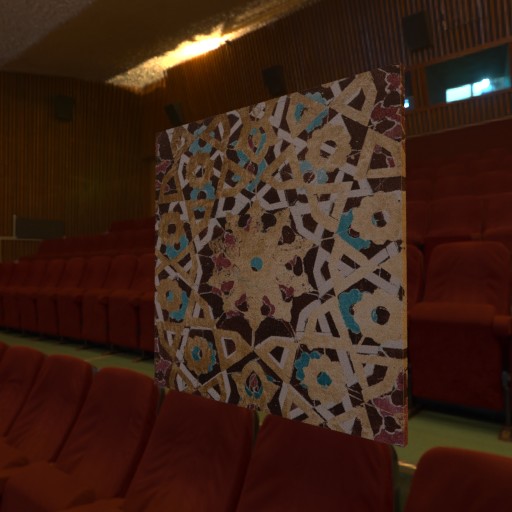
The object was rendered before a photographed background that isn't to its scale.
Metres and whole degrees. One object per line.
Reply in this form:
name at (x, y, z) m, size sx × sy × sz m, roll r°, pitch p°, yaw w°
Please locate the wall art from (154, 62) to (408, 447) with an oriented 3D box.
wall art at (0.000, 0.000, 1.120) m, size 0.757 × 0.762 × 0.028 m, roll -1°, pitch -2°, yaw 38°
